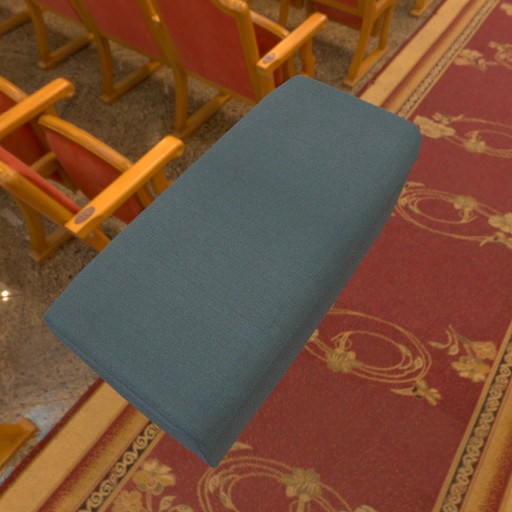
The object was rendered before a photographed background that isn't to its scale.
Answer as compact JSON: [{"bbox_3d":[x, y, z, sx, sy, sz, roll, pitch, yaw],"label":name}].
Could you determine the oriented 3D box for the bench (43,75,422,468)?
[{"bbox_3d":[0.000,0.000,1.236,0.476,0.474,0.995,32,64,18],"label":"bench"}]
